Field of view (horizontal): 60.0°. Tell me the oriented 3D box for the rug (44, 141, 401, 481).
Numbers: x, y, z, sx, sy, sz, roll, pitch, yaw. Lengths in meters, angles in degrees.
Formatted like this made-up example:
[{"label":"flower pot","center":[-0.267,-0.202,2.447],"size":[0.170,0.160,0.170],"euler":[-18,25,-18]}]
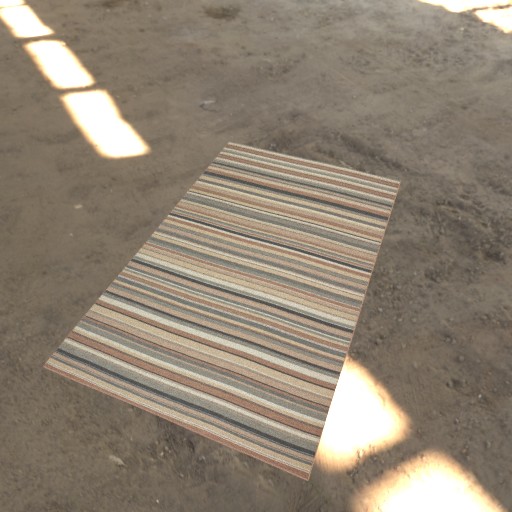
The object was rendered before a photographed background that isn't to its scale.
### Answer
[{"label":"rug","center":[0.000,0.000,3.002],"size":[1.523,0.014,2.438],"euler":[17,49,15]}]
